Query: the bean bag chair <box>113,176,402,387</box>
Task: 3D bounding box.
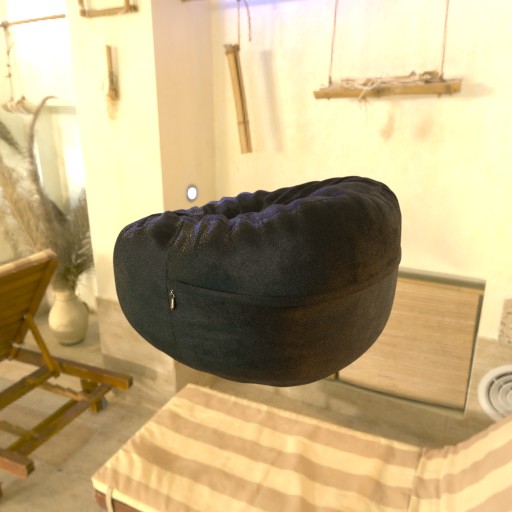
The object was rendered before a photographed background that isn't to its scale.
[{"bbox_3d":[0.000,0.000,2.451,1.524,0.878,1.524,8,19,25],"label":"bean bag chair"}]
